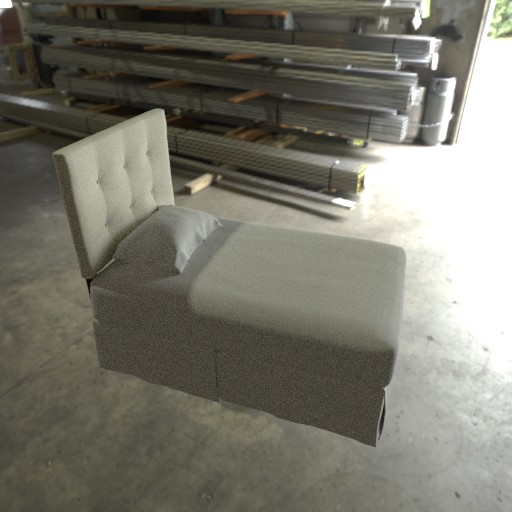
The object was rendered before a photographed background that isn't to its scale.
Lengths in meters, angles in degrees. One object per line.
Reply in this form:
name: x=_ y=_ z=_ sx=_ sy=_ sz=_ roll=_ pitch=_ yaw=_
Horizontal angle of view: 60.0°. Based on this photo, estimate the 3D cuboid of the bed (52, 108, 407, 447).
bed: x=0.000 y=0.000 z=2.986 sx=1.997 sy=1.571 sz=1.261 roll=10 pitch=32 yaw=16
